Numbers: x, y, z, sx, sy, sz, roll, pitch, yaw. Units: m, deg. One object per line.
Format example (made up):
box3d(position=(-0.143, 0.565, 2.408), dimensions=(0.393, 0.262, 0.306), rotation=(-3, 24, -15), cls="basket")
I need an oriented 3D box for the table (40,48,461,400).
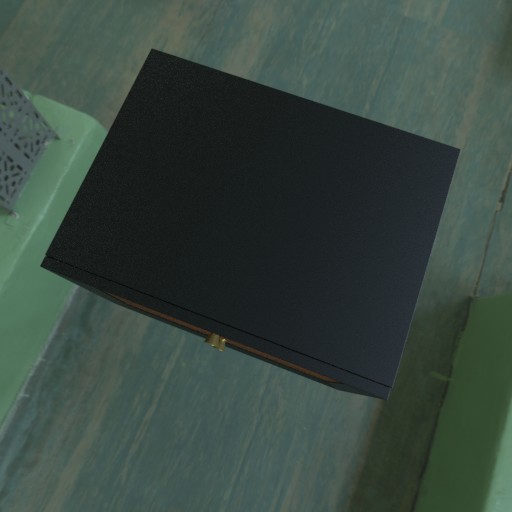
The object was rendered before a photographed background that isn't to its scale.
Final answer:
box3d(position=(0.000, 0.000, 0.993), dimensions=(0.564, 0.584, 0.441), rotation=(20, 76, 5), cls="table")
